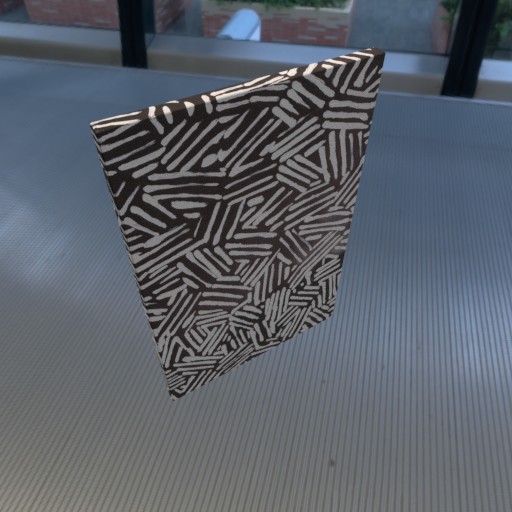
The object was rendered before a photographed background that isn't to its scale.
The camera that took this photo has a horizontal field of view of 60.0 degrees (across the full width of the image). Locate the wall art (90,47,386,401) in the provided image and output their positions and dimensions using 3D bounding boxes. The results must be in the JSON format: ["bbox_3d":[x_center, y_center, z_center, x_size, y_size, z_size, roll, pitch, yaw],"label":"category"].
[{"bbox_3d":[0.000,0.000,1.149,0.615,0.918,0.035,-24,50,-21],"label":"wall art"}]
